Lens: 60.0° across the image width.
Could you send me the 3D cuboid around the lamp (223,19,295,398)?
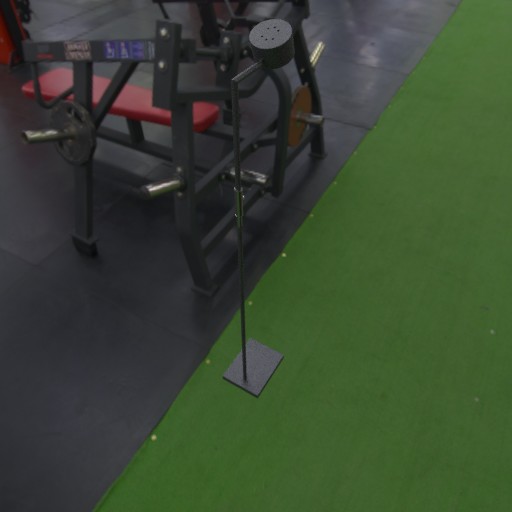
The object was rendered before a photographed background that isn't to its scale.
[{"bbox_3d":[0.000,0.000,1.692,0.203,1.600,0.304,23,50,21],"label":"lamp"}]
